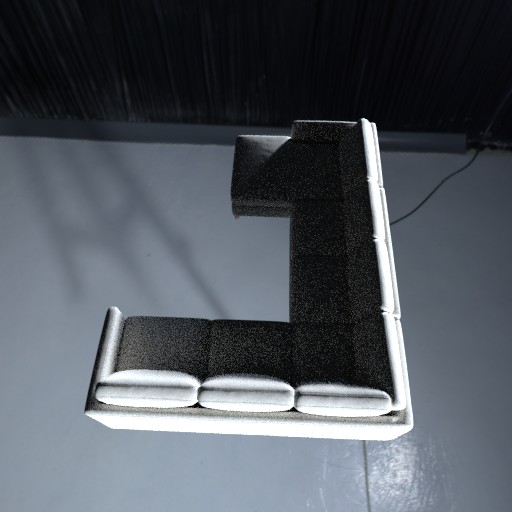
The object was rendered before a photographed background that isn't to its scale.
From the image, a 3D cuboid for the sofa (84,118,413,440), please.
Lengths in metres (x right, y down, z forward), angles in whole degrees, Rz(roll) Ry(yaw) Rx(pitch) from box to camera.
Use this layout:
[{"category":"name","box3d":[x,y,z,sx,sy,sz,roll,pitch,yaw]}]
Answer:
[{"category":"sofa","box3d":[0.000,0.000,4.375,2.551,0.853,3.238,2,60,1]}]
